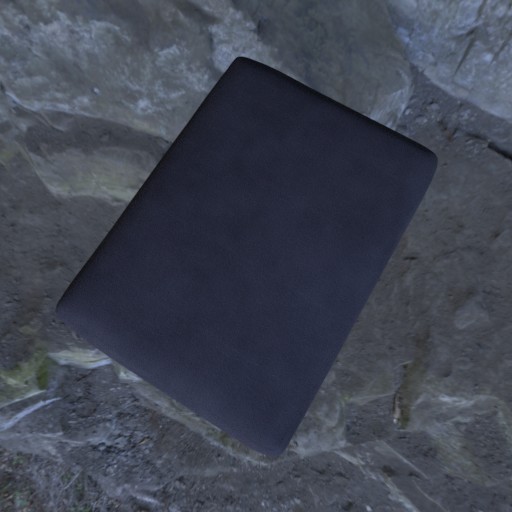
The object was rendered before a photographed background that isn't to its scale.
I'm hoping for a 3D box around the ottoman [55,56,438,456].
[{"bbox_3d":[0.000,0.000,1.157,0.574,0.497,0.773,30,77,8],"label":"ottoman"}]
